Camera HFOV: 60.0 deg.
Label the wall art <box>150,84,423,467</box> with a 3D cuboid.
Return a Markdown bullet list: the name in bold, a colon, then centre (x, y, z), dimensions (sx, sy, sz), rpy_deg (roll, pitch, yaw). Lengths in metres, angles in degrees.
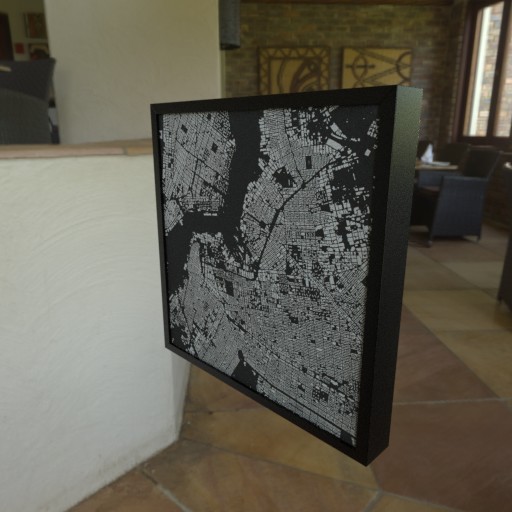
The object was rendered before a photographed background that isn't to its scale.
- **wall art**: centre (0.000, 0.000, 0.444), dimensions (0.037, 0.299, 0.299), rpy_deg (-15, 22, -43)
